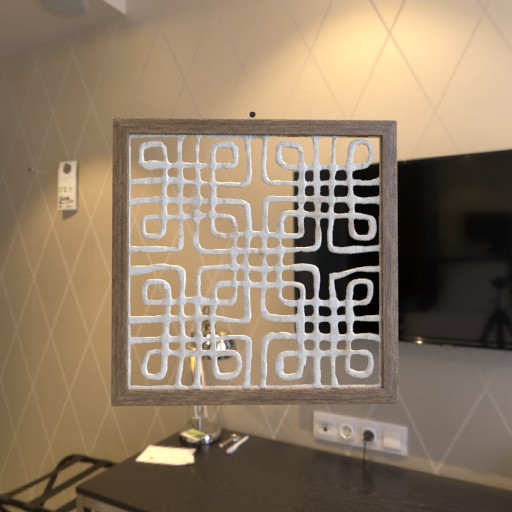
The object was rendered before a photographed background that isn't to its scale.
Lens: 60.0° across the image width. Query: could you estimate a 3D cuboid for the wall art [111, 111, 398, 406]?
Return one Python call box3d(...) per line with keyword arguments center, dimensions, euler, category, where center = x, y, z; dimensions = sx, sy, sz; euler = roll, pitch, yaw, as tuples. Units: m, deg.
box3d(center=(0.000, 0.000, 0.879), dimensions=(0.561, 0.582, 0.021), euler=(0, -1, -2), category="wall art")
